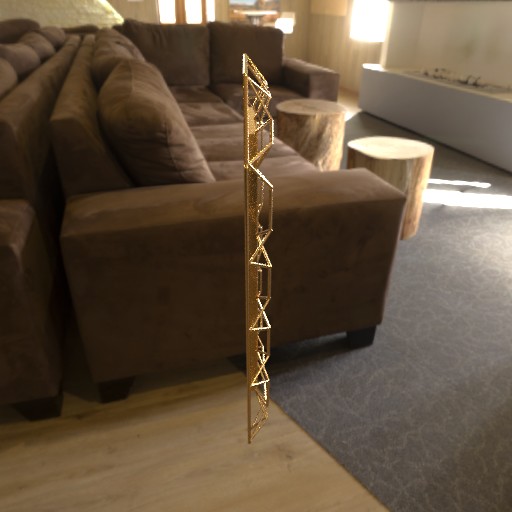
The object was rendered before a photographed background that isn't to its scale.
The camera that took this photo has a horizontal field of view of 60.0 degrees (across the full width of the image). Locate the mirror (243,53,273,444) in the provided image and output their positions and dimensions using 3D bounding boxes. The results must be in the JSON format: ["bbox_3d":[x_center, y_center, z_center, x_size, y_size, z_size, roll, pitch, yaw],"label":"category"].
[{"bbox_3d":[0.000,0.000,1.077,0.051,0.870,0.572,-1,30,-1],"label":"mirror"}]
